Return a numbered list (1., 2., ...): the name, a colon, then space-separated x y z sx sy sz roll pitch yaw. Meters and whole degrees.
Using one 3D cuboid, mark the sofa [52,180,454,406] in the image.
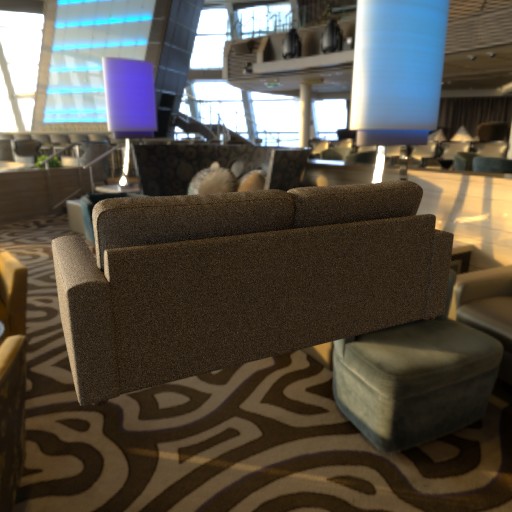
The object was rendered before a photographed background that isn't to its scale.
1. sofa: 0.000 0.000 2.661 2.179 0.873 1.016 -8 17 -26
